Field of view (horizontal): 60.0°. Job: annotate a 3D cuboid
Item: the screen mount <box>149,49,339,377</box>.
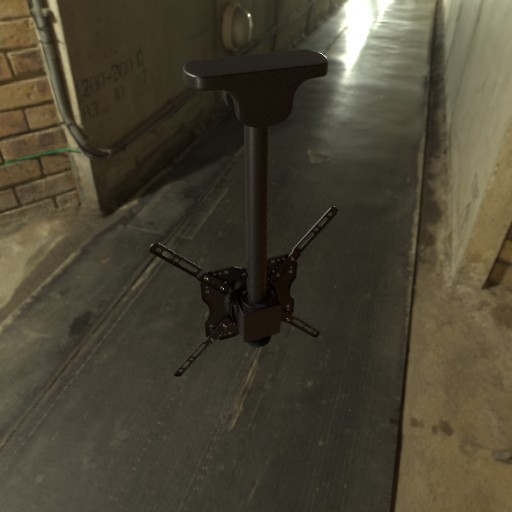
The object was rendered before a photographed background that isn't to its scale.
[{"bbox_3d":[0.000,0.000,0.869,0.393,0.729,0.090,-13,41,-15],"label":"screen mount"}]
